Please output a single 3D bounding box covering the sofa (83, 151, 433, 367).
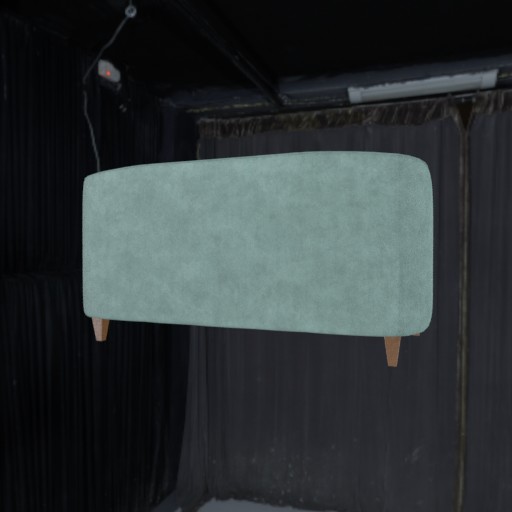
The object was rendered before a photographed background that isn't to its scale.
[{"bbox_3d":[0.000,0.000,2.330,1.733,0.855,0.941,0,1,20],"label":"sofa"}]
